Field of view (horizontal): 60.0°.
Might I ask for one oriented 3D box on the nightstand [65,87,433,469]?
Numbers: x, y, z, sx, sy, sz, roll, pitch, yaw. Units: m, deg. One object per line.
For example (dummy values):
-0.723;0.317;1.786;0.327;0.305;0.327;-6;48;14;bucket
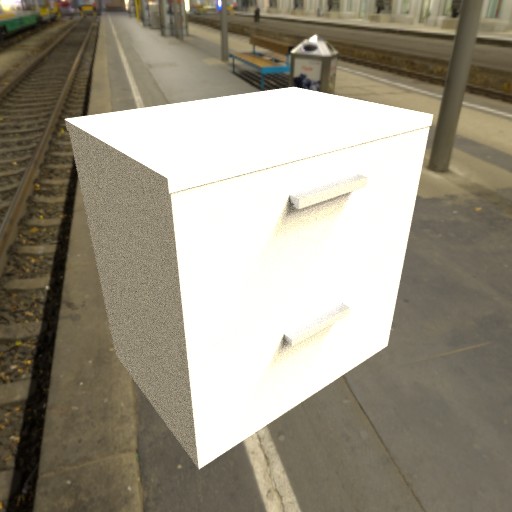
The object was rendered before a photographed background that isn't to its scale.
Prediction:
0.000;0.000;0.756;0.441;0.460;0.325;-21;36;-32;nightstand
